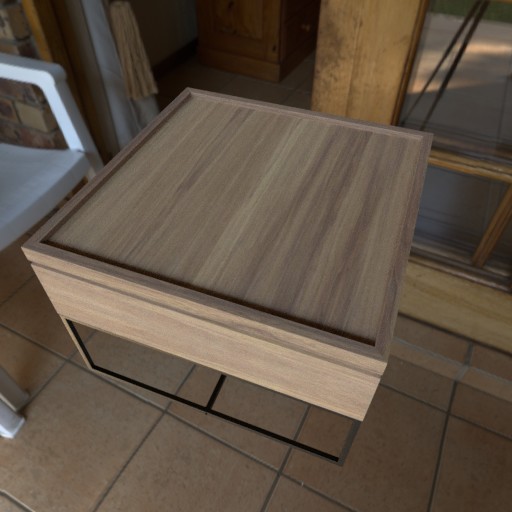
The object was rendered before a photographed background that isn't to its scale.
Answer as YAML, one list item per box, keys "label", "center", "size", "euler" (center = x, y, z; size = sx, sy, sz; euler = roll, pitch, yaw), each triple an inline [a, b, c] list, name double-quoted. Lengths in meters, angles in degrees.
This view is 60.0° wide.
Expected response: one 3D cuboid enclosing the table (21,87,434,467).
- label: "table"
  center: [0.000, 0.000, 1.124]
  size: [0.676, 0.464, 0.679]
  euler: [16, 49, 14]
